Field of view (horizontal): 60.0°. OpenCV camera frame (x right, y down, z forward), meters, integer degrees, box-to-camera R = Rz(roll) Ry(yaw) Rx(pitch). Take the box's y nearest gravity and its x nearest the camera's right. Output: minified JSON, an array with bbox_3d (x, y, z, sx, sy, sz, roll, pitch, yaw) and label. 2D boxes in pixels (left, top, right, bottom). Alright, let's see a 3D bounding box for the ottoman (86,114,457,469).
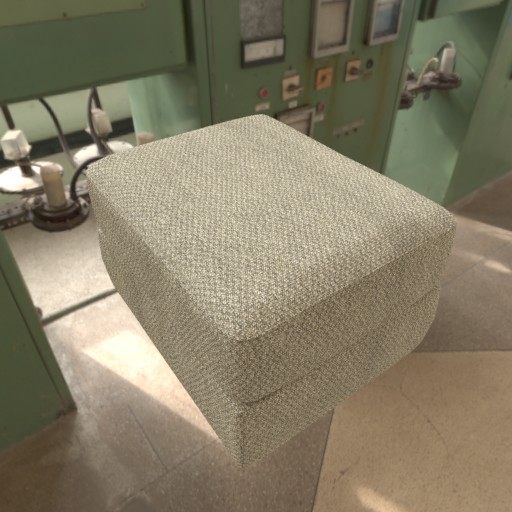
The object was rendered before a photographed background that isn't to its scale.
[{"bbox_3d":[0.000,0.000,1.147,0.603,0.476,0.751,-24,45,-27],"label":"ottoman"}]
